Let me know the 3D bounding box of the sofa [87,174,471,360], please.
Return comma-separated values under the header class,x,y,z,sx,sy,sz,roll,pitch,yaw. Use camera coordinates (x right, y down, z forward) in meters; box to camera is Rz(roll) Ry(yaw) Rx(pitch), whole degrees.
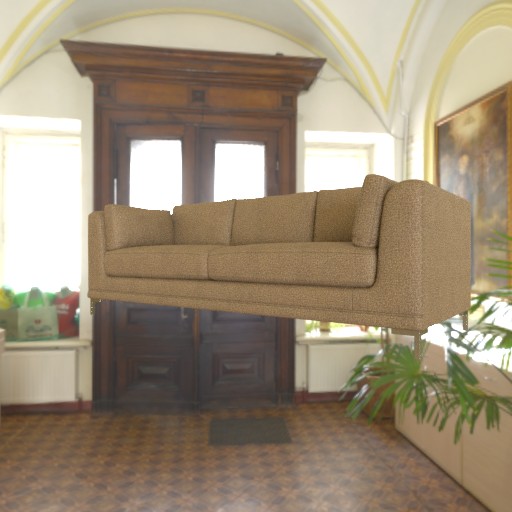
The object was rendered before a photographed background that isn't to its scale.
class,x,y,z,sx,sy,sz,roll,pitch,yaw
sofa,0.000,0.000,2.923,2.415,0.867,0.969,0,0,37
